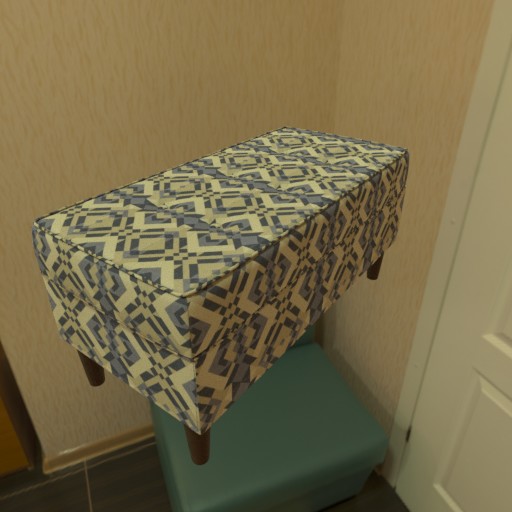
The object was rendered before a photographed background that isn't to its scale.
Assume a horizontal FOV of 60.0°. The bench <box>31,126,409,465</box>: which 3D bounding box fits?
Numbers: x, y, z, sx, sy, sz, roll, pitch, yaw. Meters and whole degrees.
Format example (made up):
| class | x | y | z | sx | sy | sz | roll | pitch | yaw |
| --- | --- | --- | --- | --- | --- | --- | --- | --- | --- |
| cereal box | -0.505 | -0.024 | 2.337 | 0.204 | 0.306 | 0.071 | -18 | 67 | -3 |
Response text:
| class | x | y | z | sx | sy | sz | roll | pitch | yaw |
| --- | --- | --- | --- | --- | --- | --- | --- | --- | --- |
| bench | 0.000 | 0.000 | 1.277 | 0.492 | 0.477 | 1.016 | 21 | 36 | 31 |
